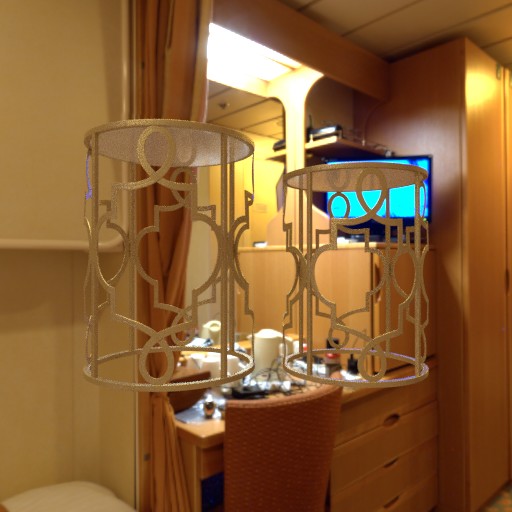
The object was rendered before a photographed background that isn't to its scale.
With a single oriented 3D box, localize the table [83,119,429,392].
[{"bbox_3d":[0.000,0.000,1.125,0.846,0.564,0.420,0,0,0],"label":"table"}]
